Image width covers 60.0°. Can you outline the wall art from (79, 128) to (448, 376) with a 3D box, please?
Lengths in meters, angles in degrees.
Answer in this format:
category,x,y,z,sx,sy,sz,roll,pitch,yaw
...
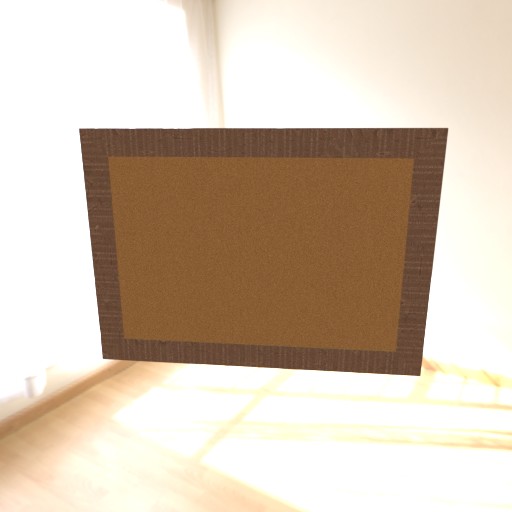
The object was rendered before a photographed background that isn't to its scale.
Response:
category,x,y,z,sx,sy,sz,roll,pitch,yaw
wall art,0.000,0.000,1.371,1.056,0.761,0.020,2,16,6
